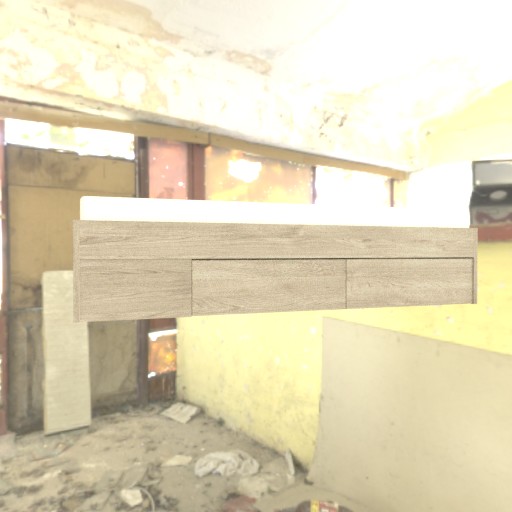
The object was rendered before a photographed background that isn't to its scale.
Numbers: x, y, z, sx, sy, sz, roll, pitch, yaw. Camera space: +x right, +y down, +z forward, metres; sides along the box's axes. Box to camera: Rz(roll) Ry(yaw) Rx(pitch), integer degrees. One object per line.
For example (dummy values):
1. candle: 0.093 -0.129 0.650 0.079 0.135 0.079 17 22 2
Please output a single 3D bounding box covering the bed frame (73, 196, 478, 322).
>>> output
1. bed frame: 0.000 0.000 2.685 1.944 0.490 1.448 0 1 -18
